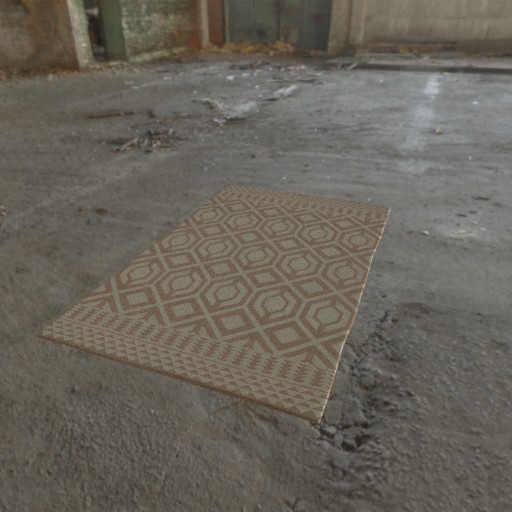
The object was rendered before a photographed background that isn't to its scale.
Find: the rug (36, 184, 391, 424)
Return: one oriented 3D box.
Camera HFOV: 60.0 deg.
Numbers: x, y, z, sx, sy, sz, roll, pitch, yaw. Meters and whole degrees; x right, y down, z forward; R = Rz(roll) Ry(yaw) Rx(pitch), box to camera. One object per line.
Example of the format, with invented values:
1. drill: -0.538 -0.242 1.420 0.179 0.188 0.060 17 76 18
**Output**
1. rug: 0.000 0.000 3.052 1.526 0.011 2.435 11 31 19
